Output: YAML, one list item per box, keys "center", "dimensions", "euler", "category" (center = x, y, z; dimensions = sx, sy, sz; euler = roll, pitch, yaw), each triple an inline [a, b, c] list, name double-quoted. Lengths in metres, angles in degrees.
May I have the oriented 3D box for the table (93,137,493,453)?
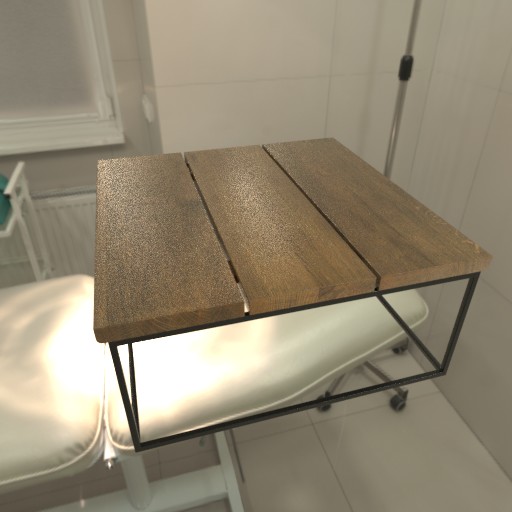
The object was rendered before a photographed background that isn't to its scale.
- center: [0.000, 0.000, 1.408]
  dimensions: [0.900, 0.400, 0.900]
  euler: [-9, 34, -14]
  category: "table"
